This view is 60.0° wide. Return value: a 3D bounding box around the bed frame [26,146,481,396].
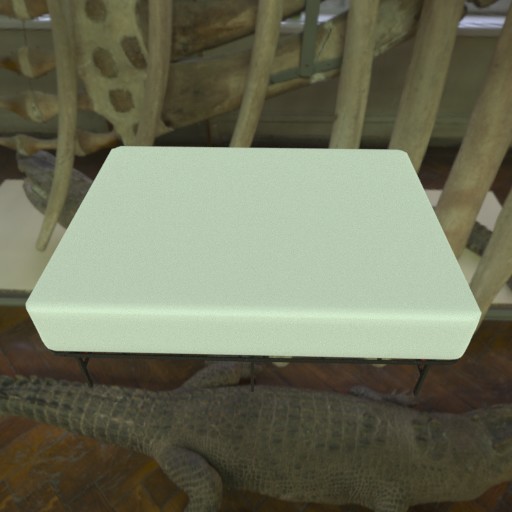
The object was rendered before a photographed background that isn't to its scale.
[{"bbox_3d":[0.000,0.000,2.705,2.037,0.677,1.528,1,42,1],"label":"bed frame"}]
